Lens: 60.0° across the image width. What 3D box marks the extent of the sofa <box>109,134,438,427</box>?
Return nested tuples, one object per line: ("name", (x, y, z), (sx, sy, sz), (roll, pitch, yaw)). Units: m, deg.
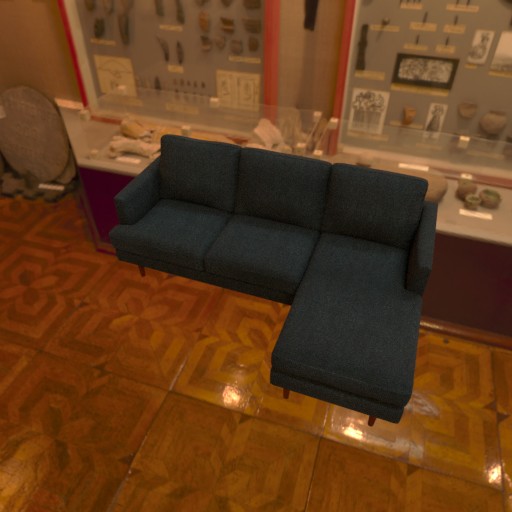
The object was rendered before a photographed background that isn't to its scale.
("sofa", (0.000, 0.000, 3.053), (2.233, 0.956, 1.504), (14, 43, 15))
